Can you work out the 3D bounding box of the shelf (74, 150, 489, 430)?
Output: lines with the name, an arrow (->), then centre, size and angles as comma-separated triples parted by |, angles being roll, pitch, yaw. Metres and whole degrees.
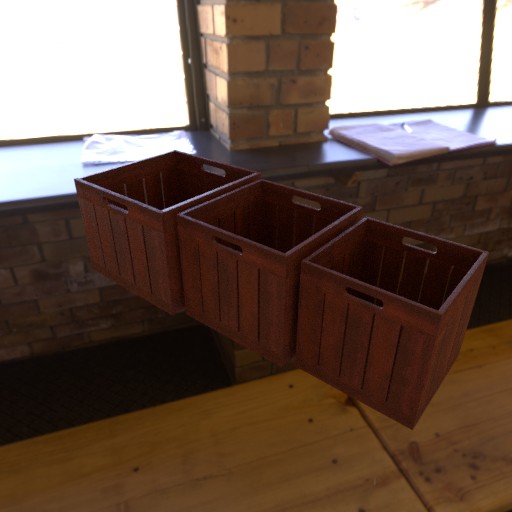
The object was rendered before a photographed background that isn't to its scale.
shelf -> 0.000, 0.000, 1.218 | 1.064, 0.311, 0.393 | 22, 36, 34
